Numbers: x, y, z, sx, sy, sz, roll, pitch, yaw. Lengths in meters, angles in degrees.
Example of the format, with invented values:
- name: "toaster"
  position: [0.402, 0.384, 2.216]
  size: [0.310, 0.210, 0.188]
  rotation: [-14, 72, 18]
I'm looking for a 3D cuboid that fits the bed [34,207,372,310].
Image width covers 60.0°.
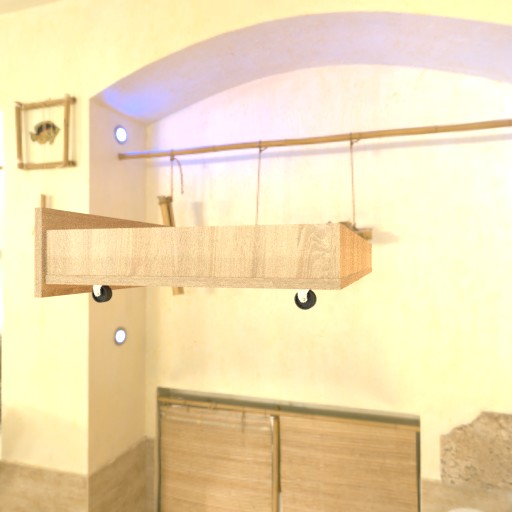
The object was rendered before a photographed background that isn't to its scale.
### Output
- name: "bed"
  position: [0.000, 0.000, 1.459]
  size: [0.685, 0.209, 1.200]
  rotation: [0, 0, 17]
